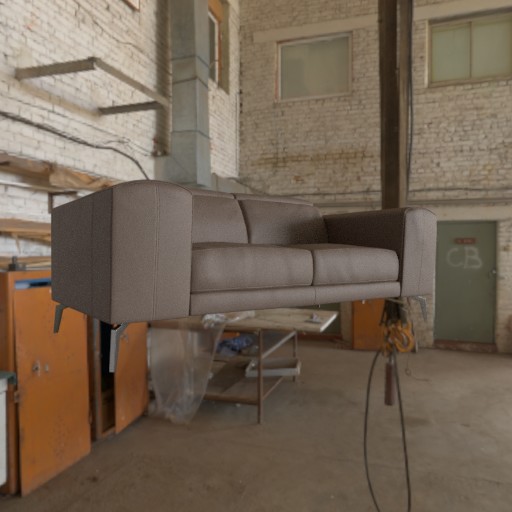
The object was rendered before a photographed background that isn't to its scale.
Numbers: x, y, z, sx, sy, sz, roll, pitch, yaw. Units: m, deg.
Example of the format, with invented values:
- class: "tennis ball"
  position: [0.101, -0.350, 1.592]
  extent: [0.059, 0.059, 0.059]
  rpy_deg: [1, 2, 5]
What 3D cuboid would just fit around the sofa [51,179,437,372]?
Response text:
- class: "sofa"
  position: [0.000, 0.000, 2.397]
  extent: [1.895, 0.779, 1.003]
  rpy_deg: [0, 0, -36]
